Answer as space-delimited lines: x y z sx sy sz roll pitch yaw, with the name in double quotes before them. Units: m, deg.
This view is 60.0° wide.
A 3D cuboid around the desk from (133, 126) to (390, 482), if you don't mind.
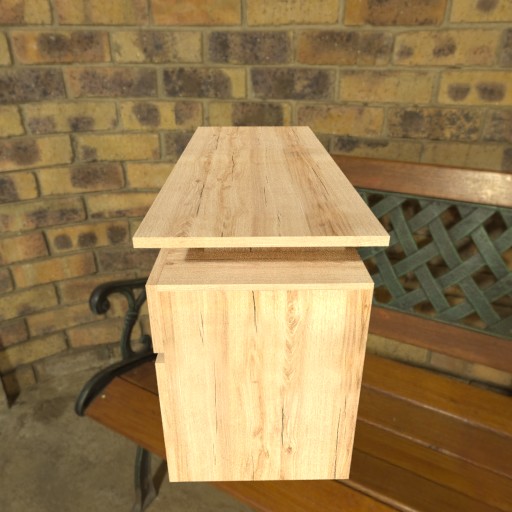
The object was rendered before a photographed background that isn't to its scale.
"desk" 0.000 0.000 1.741 0.550 0.760 1.400 0 26 -1
